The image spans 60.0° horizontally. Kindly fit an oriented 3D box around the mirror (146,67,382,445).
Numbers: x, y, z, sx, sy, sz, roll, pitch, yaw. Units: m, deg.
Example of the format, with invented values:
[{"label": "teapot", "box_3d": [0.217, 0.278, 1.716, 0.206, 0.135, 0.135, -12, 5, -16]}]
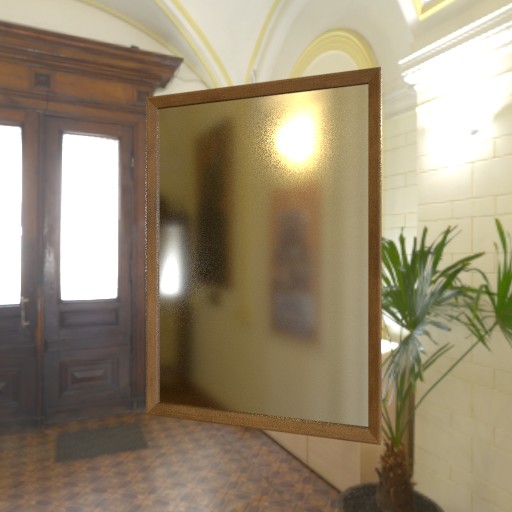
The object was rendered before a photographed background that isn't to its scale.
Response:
[{"label": "mirror", "box_3d": [0.000, 0.000, 0.930, 0.508, 0.711, 0.039, 0, 0, 19]}]
